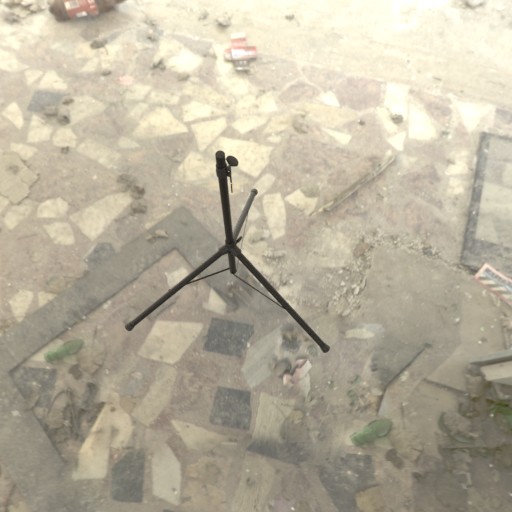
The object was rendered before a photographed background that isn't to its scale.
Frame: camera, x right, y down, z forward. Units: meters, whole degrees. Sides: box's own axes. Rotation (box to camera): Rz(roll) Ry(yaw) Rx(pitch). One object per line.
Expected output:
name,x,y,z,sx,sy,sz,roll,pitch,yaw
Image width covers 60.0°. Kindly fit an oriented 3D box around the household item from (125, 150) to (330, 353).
household item,0.000,0.000,2.752,1.339,1.595,1.596,36,69,16
